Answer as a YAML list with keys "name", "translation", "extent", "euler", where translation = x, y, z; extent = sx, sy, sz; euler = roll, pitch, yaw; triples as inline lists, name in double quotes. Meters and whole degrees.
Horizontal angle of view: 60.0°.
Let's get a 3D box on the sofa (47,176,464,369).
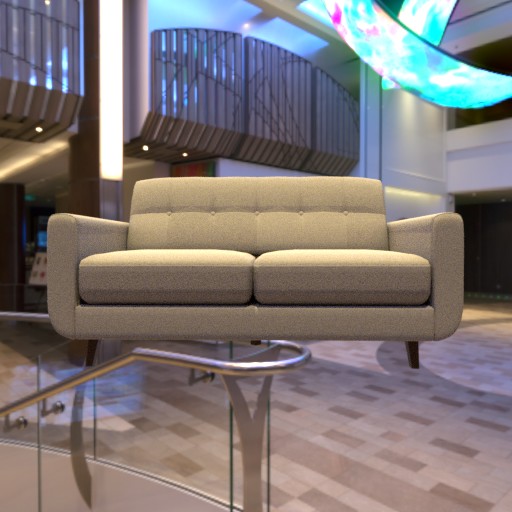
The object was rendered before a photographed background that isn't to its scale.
- name: "sofa"
  translation: [0.000, 0.000, 2.220]
  extent: [1.655, 0.892, 0.980]
  euler: [0, 1, 2]
